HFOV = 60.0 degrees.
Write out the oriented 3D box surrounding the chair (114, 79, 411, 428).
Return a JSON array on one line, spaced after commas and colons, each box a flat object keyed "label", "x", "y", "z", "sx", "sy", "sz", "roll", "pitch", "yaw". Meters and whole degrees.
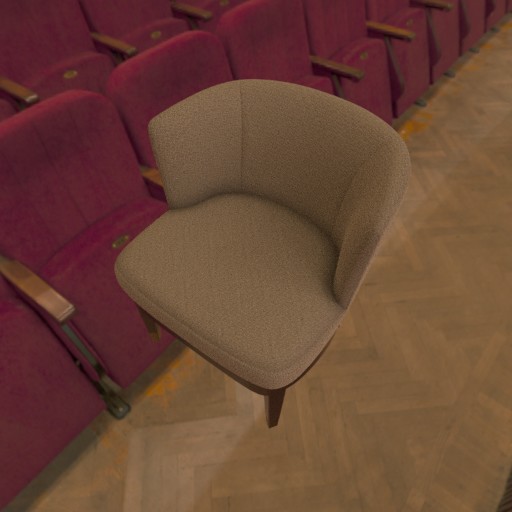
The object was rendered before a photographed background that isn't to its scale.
[{"label": "chair", "x": 0.000, "y": 0.000, "z": 1.314, "sx": 0.700, "sy": 0.760, "sz": 0.660, "roll": 29, "pitch": 54, "yaw": 24}]
